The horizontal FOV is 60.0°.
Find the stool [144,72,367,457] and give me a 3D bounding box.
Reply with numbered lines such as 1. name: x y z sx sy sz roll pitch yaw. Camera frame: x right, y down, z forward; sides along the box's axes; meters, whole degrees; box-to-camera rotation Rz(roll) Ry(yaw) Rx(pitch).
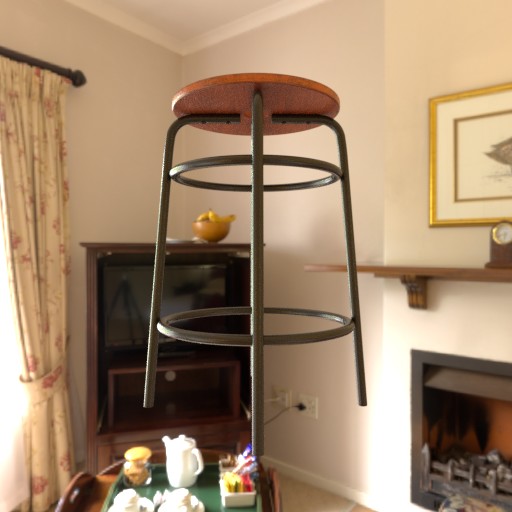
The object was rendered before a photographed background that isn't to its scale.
1. stool: 0.000 0.000 0.901 0.455 0.610 0.455 0 0 -1
